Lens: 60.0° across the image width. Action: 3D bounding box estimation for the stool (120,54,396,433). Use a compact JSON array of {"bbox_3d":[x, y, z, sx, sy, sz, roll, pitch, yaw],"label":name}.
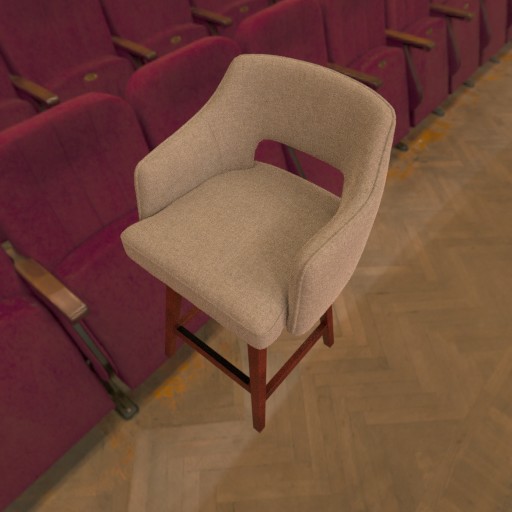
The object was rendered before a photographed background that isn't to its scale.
[{"bbox_3d":[0.000,0.000,1.307,0.599,0.944,0.558,31,54,26],"label":"stool"}]
